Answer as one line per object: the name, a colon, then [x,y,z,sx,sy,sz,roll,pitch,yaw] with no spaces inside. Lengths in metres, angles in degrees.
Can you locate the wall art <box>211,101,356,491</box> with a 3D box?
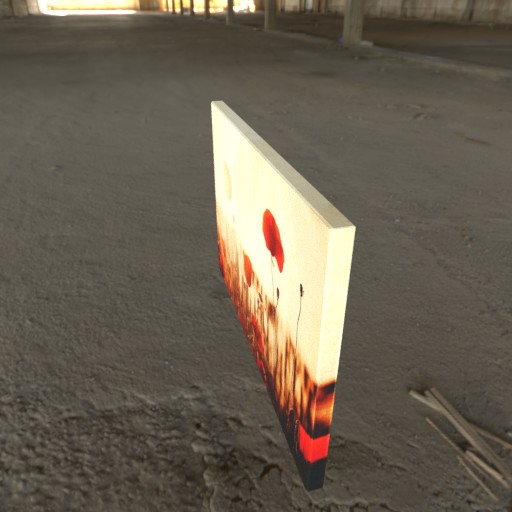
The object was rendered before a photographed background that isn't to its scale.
wall art: [0.000,0.000,1.145,0.038,0.602,0.918,-8,31,-13]
